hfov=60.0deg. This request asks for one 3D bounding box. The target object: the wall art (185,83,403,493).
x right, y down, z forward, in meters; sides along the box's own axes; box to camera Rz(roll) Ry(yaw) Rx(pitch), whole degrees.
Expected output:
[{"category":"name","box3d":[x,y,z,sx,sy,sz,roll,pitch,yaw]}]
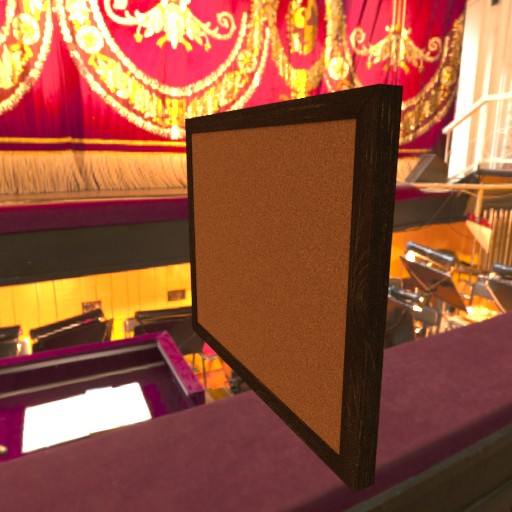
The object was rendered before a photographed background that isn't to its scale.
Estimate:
[{"category":"wall art","box3d":[0.000,0.000,0.719,0.032,0.457,0.558,-7,15,-27]}]
